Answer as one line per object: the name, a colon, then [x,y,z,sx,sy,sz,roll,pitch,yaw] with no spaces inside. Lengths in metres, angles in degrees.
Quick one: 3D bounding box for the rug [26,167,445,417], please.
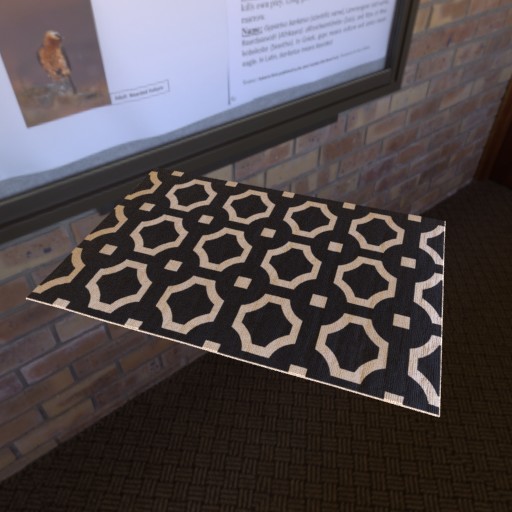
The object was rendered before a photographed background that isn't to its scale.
rug: [0.000,0.000,2.838,2.286,0.016,1.555,13,43,14]
